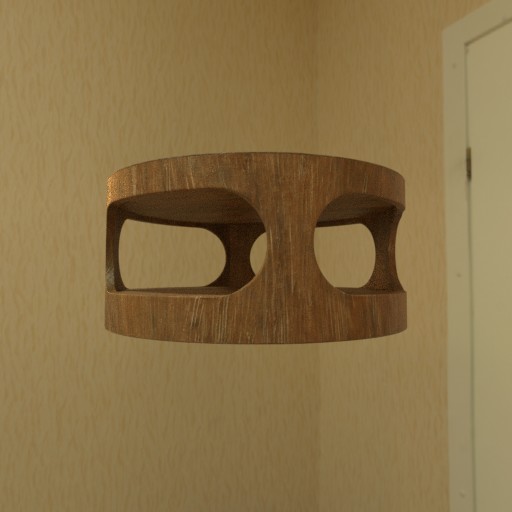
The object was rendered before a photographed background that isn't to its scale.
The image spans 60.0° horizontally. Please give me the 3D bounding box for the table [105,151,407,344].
[{"bbox_3d":[0.000,0.000,1.518,0.974,0.450,0.974,0,-2,0],"label":"table"}]
